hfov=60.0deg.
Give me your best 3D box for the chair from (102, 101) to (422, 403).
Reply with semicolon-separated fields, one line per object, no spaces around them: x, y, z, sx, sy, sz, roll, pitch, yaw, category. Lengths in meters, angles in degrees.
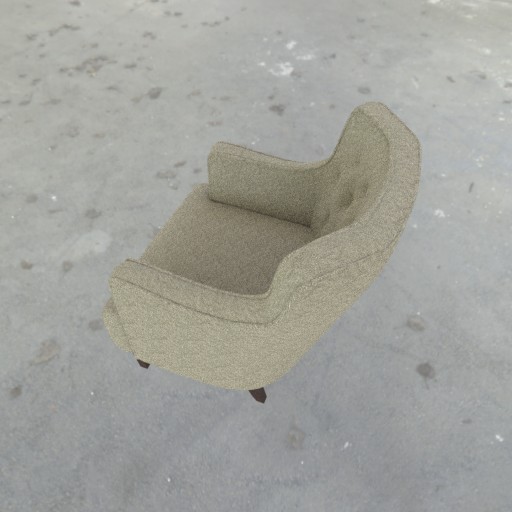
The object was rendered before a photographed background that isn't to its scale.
0.000;0.000;1.614;0.910;0.920;0.820;16;49;14;chair
